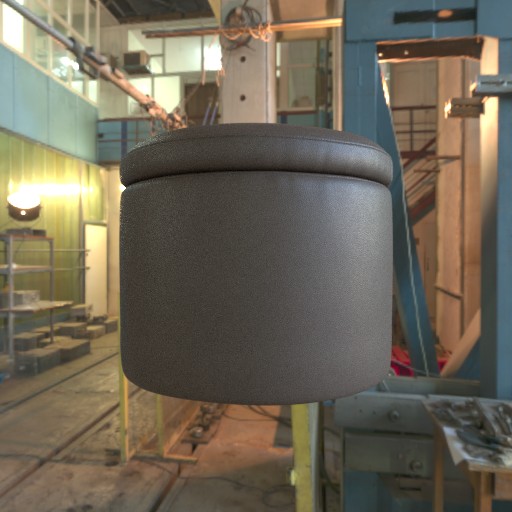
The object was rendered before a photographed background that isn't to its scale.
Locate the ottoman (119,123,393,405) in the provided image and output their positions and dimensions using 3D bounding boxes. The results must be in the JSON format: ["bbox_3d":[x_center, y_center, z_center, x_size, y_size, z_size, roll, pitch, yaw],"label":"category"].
[{"bbox_3d":[0.000,0.000,0.847,0.500,0.409,0.500,0,1,0],"label":"ottoman"}]
